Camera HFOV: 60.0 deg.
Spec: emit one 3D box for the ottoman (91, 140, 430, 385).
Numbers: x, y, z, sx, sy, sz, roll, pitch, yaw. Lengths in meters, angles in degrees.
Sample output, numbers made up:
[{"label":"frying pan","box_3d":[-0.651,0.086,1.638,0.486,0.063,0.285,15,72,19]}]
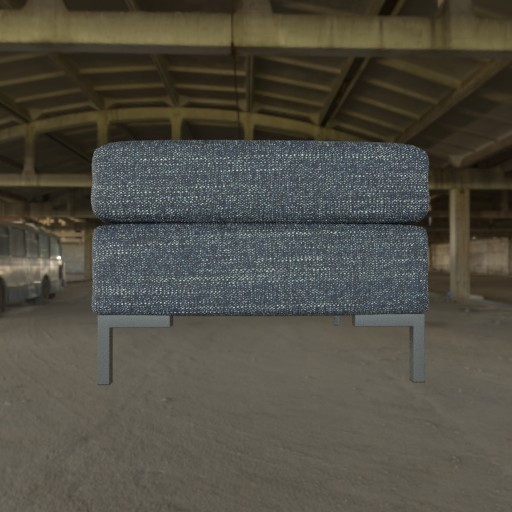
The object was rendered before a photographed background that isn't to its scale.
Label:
[{"label":"ottoman","box_3d":[0.000,0.000,1.221,0.667,0.491,0.814,0,-1,-2]}]
